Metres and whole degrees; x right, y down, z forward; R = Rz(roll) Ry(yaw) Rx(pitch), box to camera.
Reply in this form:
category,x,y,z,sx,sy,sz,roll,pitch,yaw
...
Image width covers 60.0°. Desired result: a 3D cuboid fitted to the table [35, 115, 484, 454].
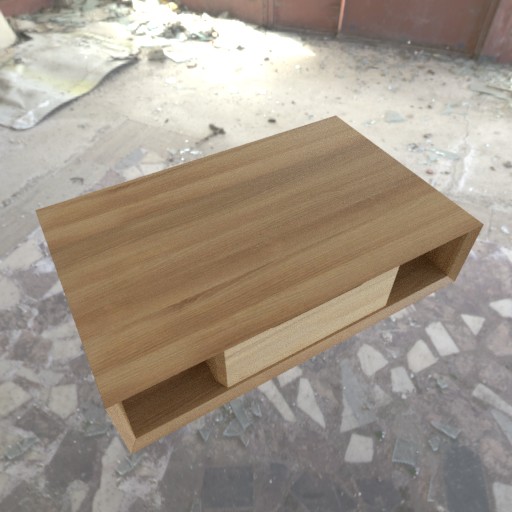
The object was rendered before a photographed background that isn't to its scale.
category,x,y,z,sx,sy,sz,roll,pitch,yaw
table,0.000,0.000,1.407,1.100,0.330,0.700,-23,51,-20
